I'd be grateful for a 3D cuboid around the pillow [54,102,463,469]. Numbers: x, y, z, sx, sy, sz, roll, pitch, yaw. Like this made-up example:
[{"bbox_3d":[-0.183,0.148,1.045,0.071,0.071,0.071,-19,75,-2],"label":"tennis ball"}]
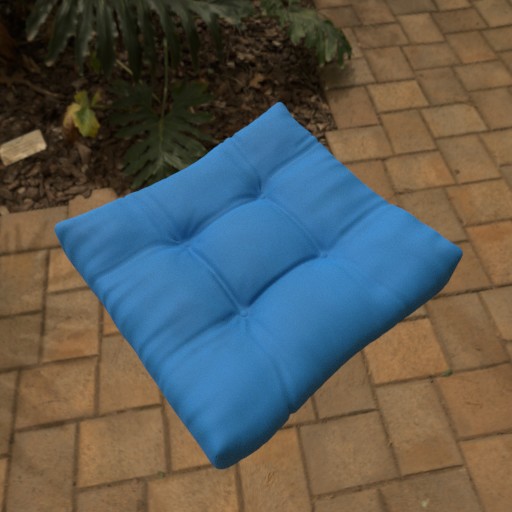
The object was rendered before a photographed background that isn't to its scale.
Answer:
[{"bbox_3d":[0.000,0.000,0.736,0.490,0.128,0.468,-35,65,-19],"label":"pillow"}]
